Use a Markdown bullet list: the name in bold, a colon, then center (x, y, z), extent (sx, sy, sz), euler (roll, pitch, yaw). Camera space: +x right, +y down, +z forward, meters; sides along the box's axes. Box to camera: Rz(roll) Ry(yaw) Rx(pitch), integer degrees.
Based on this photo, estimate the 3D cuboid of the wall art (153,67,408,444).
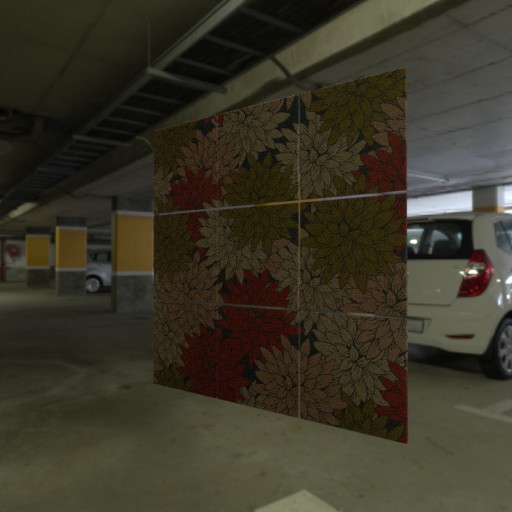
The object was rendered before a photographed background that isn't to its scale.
- **wall art**: center (0.000, 0.000, 1.343), extent (0.904, 0.913, 0.013), euler (0, -1, 36)
